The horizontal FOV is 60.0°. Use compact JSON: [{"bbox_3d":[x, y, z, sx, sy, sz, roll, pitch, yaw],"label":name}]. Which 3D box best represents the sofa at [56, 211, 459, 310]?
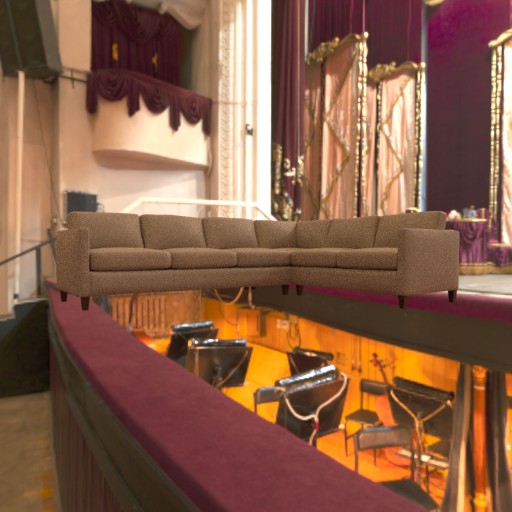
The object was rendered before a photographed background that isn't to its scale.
[{"bbox_3d":[0.000,0.000,4.504,3.333,0.934,2.522,-1,1,-36],"label":"sofa"}]
